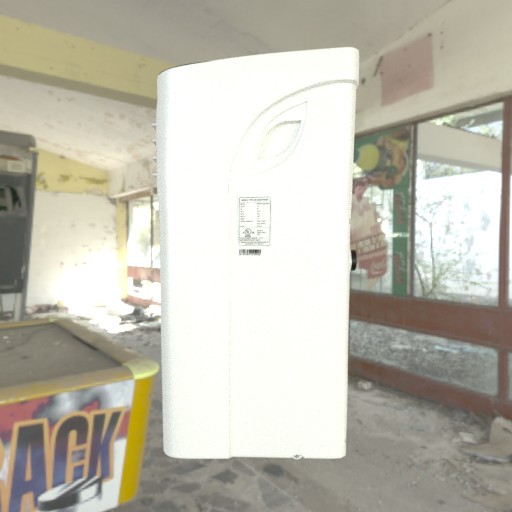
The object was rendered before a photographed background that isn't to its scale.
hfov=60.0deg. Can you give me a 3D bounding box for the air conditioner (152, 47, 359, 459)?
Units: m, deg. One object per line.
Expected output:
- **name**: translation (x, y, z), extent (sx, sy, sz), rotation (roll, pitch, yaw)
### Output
- **air conditioner**: translation (0.000, 0.000, 0.906), extent (0.369, 0.716, 0.352), rotation (0, 1, 0)
